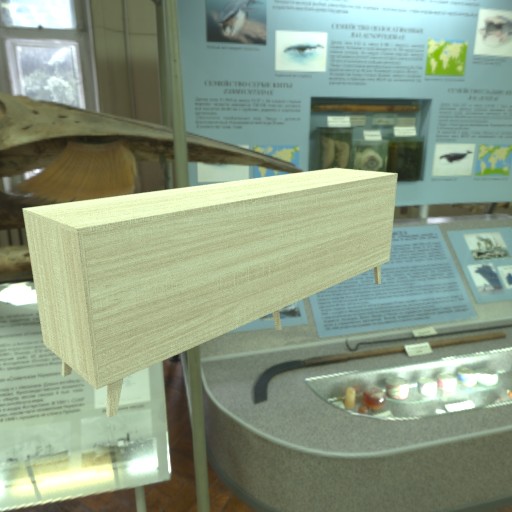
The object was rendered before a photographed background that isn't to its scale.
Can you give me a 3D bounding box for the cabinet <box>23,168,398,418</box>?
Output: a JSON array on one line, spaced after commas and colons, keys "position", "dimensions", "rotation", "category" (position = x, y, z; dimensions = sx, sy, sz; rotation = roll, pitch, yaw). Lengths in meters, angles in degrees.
[{"position": [0.000, 0.000, 2.499], "dimensions": [0.500, 0.780, 2.200], "rotation": [16, 23, 42], "category": "cabinet"}]
